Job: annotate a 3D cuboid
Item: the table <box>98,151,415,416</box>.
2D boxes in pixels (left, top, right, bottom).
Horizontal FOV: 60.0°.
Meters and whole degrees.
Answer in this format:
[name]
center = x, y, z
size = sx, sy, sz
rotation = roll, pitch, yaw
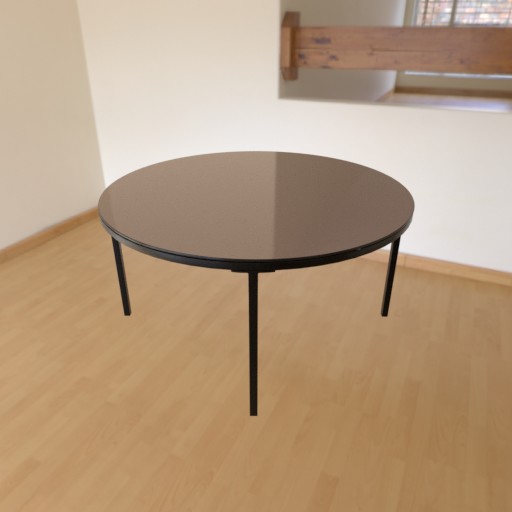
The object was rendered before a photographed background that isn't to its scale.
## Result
[table]
center = 0.000, 0.000, 1.264
size = 0.800, 0.400, 0.800
rotation = 0, 27, 0
